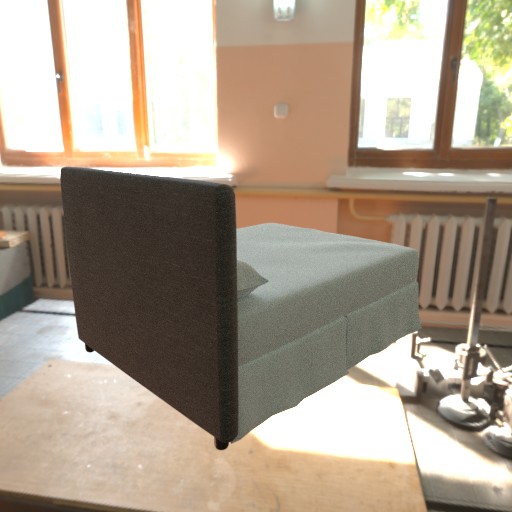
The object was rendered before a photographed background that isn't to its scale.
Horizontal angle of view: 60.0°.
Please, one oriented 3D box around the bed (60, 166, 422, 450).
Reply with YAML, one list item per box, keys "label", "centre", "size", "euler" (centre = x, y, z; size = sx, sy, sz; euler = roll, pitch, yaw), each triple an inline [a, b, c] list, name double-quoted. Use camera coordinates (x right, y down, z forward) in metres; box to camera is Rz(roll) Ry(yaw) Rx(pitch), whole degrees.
- label: "bed"
  centre: [0.000, 0.000, 3.268]
  size: [2.142, 1.330, 1.723]
  euler: [-15, 21, -43]
